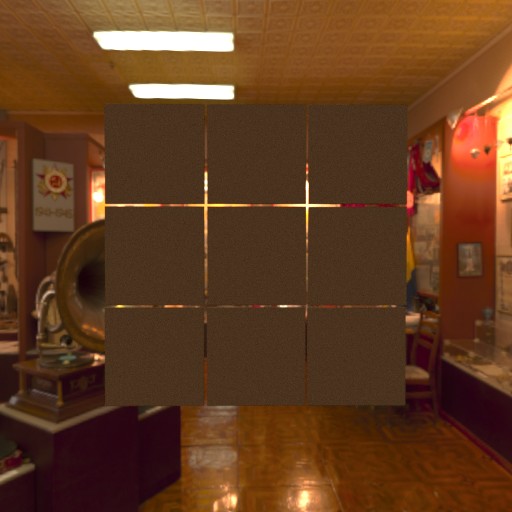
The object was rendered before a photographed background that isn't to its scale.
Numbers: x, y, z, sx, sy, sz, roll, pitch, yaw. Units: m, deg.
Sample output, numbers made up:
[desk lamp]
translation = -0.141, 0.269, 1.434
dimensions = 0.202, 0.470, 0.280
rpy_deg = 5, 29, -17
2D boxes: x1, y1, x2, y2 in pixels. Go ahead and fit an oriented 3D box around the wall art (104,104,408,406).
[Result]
[wall art]
translation = 0.000, 0.000, 1.352
dimensions = 0.919, 0.917, 0.010
rpy_deg = 0, 1, -1
